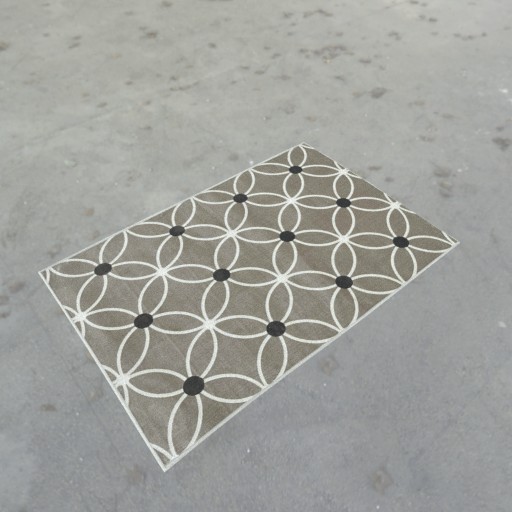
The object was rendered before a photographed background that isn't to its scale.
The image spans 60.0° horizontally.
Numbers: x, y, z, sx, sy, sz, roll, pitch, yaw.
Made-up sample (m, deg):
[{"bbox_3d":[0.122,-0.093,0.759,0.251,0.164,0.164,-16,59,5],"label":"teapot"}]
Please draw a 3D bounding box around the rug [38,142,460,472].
[{"bbox_3d":[0.000,0.000,2.859,2.284,0.008,1.522,-31,55,-25],"label":"rug"}]
